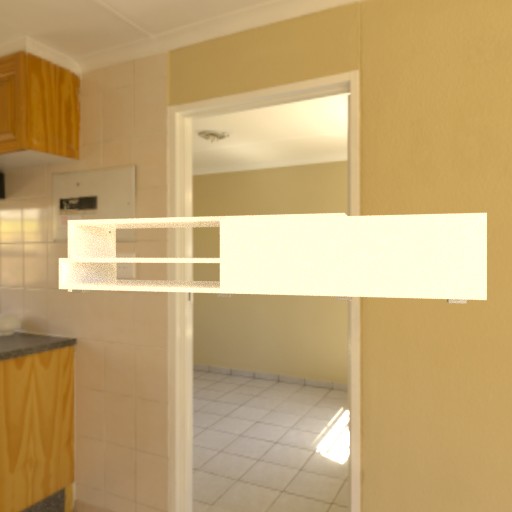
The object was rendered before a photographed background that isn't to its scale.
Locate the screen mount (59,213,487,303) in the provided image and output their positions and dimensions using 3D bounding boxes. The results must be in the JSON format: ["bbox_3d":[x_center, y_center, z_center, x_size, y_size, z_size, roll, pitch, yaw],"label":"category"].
[{"bbox_3d":[0.000,0.000,1.873,1.680,0.320,0.420,0,0,16],"label":"screen mount"}]
